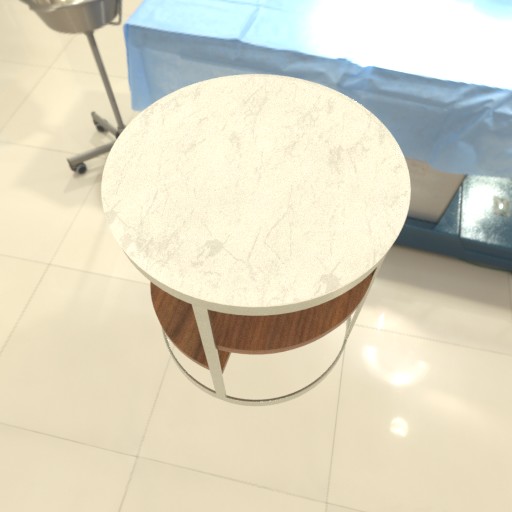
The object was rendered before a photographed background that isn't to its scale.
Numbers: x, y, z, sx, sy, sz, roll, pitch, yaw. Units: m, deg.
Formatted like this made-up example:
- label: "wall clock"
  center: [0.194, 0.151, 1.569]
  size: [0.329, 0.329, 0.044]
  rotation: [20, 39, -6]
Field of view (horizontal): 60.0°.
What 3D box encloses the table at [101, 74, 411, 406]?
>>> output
- label: "table"
  center: [0.000, 0.000, 0.776]
  size: [0.407, 0.447, 0.407]
  rotation: [0, 57, 0]
